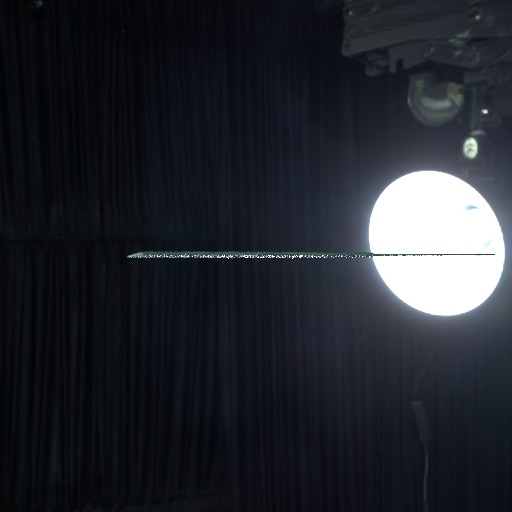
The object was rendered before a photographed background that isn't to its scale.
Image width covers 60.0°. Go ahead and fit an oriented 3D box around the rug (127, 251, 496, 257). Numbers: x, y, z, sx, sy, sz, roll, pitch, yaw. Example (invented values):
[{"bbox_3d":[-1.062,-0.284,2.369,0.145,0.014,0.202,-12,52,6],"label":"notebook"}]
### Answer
[{"bbox_3d":[0.000,0.000,2.250,1.212,0.010,1.811,0,0,-18],"label":"rug"}]
